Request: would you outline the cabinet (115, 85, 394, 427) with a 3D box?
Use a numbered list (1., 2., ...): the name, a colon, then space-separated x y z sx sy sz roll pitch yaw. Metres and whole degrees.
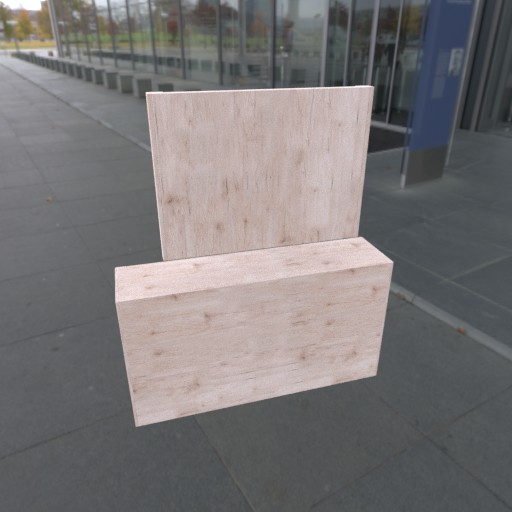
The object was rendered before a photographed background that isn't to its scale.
1. cabinet: 0.000 0.000 2.755 1.700 1.981 0.420 -7 27 -15
